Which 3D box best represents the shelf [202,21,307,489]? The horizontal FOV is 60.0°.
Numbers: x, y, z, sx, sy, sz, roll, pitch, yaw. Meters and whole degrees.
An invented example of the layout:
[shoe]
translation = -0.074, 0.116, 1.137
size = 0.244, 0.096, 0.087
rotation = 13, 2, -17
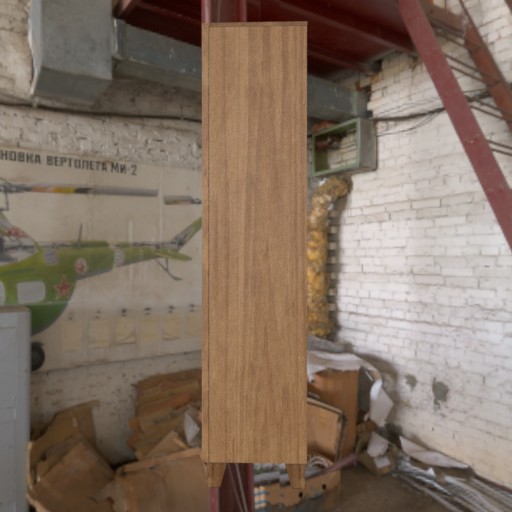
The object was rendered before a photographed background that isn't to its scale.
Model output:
[shelf]
translation = 0.000, 0.000, 2.261
size = 0.453, 1.930, 0.864
rotation = 0, 0, 2
